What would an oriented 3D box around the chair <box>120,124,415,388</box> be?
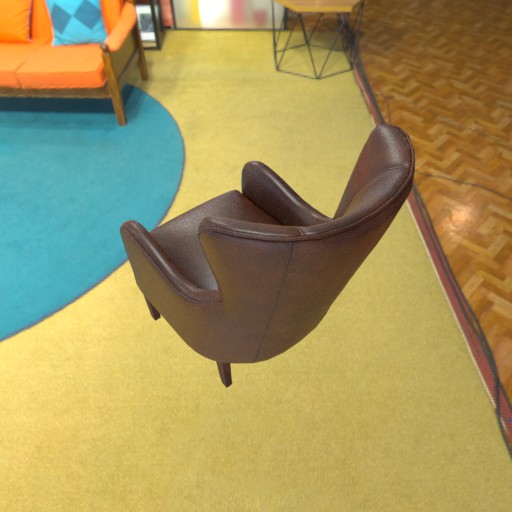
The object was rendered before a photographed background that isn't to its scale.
[{"bbox_3d":[0.000,0.000,1.647,0.692,1.048,0.914,-32,54,-26],"label":"chair"}]
